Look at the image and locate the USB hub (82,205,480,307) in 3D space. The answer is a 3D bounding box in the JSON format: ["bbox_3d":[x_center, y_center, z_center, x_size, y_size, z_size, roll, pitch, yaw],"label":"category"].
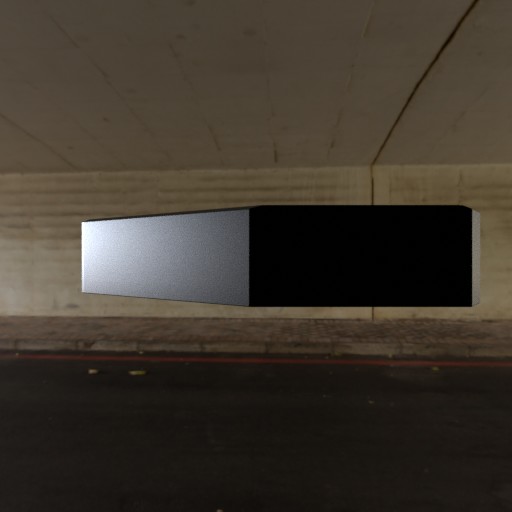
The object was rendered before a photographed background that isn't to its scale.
[{"bbox_3d":[0.000,0.000,0.126,0.110,0.023,0.044,0,0,36],"label":"USB hub"}]
